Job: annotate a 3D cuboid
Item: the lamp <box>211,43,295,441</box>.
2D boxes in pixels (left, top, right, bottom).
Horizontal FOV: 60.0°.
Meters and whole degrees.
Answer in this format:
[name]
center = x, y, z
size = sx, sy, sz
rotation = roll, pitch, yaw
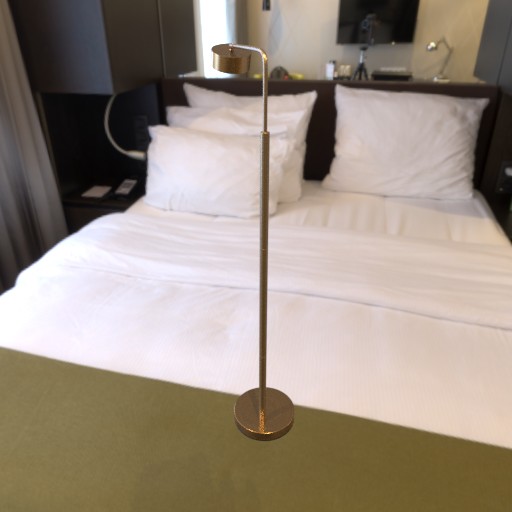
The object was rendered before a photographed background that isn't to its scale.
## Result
[lamp]
center = 0.000, 0.000, 1.429
size = 0.219, 1.230, 0.418
rotation = -8, 29, -16
